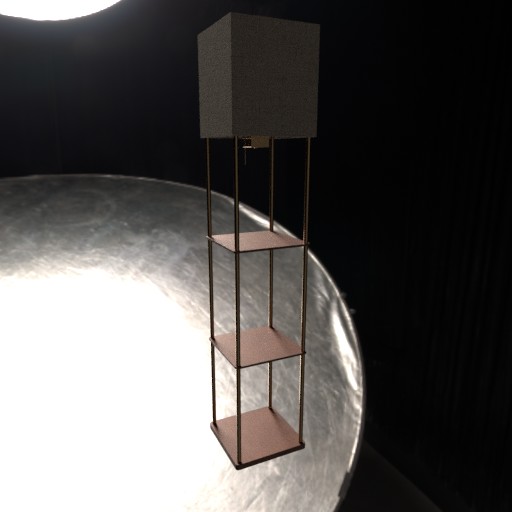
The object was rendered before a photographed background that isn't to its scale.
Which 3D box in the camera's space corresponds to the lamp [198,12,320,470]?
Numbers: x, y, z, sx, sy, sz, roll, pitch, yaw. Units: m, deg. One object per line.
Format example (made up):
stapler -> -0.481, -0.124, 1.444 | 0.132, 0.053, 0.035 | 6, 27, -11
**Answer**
lamp -> 0.000, 0.000, 1.681 | 0.310, 1.569, 0.308 | -6, 15, -25
